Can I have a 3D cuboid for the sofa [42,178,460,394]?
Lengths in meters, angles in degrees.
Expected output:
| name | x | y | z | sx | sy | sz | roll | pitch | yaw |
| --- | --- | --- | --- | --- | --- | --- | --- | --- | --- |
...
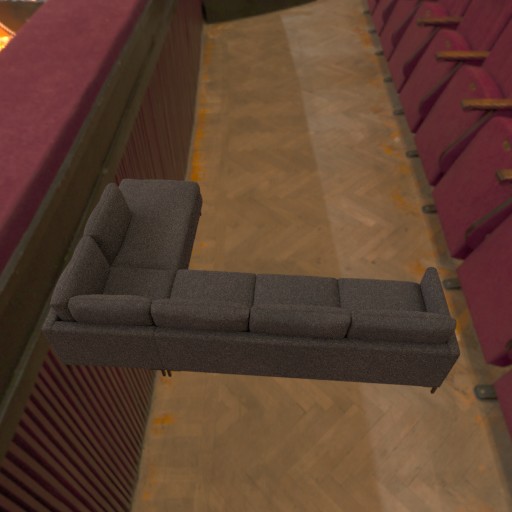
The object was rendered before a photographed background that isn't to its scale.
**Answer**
| name | x | y | z | sx | sy | sz | roll | pitch | yaw |
| --- | --- | --- | --- | --- | --- | --- | --- | --- | --- |
| sofa | 0.000 | 0.000 | 3.856 | 2.949 | 0.815 | 2.007 | 3 | 47 | 3 |
